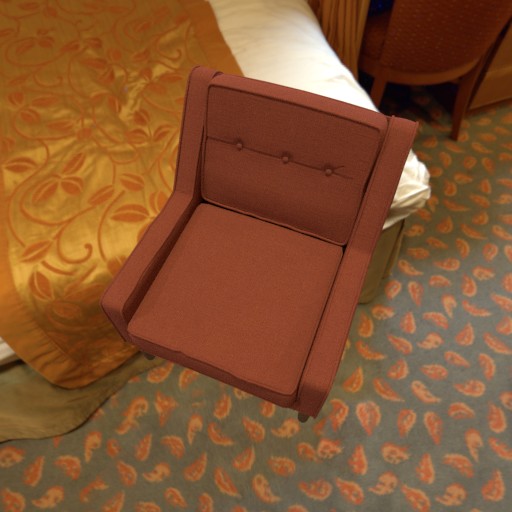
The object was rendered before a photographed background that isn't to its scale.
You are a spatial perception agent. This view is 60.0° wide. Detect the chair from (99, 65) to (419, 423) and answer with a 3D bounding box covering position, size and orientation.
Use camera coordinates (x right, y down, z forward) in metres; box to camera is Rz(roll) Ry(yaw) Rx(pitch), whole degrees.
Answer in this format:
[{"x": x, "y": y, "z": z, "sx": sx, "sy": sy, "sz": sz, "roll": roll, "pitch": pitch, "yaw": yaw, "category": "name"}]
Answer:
[{"x": 0.000, "y": 0.000, "z": 1.397, "sx": 0.680, "sy": 0.812, "sz": 0.770, "roll": 19, "pitch": 61, "yaw": 11, "category": "chair"}]
